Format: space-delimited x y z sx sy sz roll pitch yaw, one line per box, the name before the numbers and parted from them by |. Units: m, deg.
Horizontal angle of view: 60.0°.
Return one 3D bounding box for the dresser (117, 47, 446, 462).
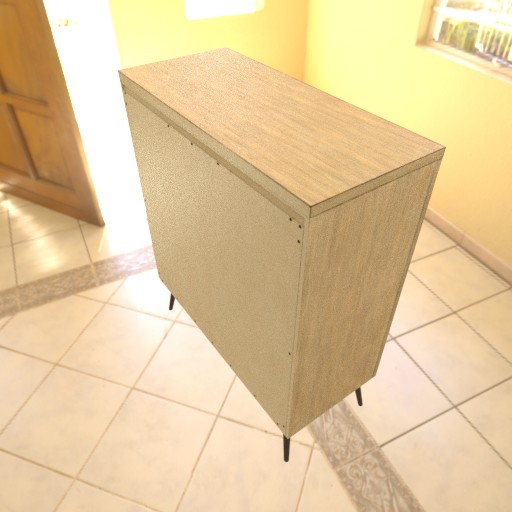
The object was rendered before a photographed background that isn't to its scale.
dresser | 0.000 0.000 1.721 0.457 1.219 1.016 -25 47 -26
